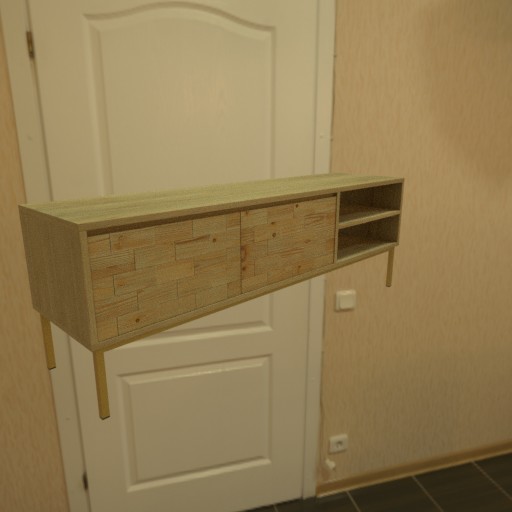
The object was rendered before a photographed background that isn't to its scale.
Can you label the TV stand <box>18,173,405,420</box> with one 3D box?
[{"bbox_3d":[0.000,0.000,1.806,1.600,0.550,0.420,-15,21,-43],"label":"TV stand"}]
